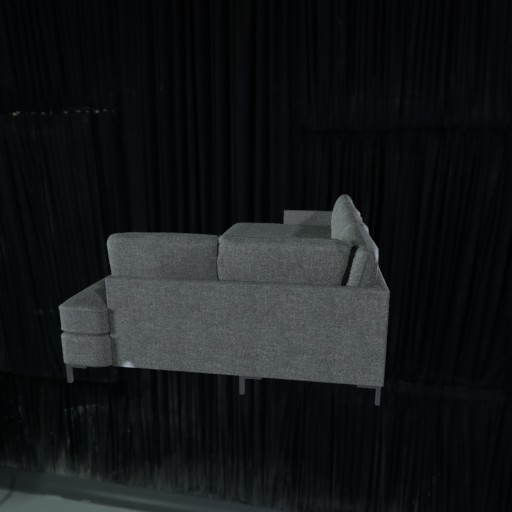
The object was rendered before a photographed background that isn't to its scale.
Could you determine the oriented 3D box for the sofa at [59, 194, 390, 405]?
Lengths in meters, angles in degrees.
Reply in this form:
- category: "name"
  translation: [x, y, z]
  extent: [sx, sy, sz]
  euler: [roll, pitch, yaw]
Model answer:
- category: "sofa"
  translation: [0.000, 0.000, 4.302]
  extent: [2.048, 0.999, 3.423]
  euler: [2, 14, 9]
